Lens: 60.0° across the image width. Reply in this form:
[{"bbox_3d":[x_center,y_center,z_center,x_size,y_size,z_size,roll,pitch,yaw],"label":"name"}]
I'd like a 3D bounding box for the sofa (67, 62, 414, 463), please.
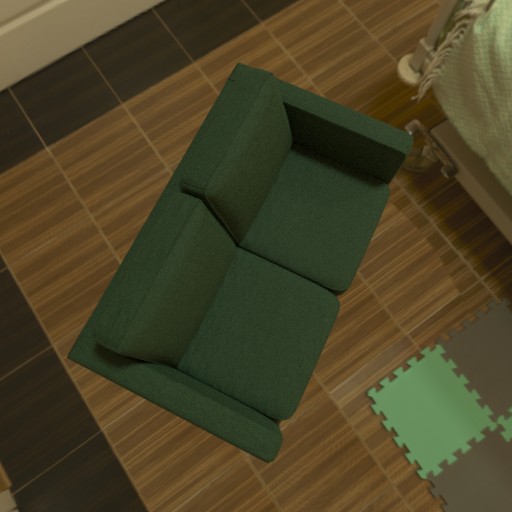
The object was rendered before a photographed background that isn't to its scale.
[{"bbox_3d":[0.000,0.000,1.980,0.879,0.899,1.430,25,77,6],"label":"sofa"}]
